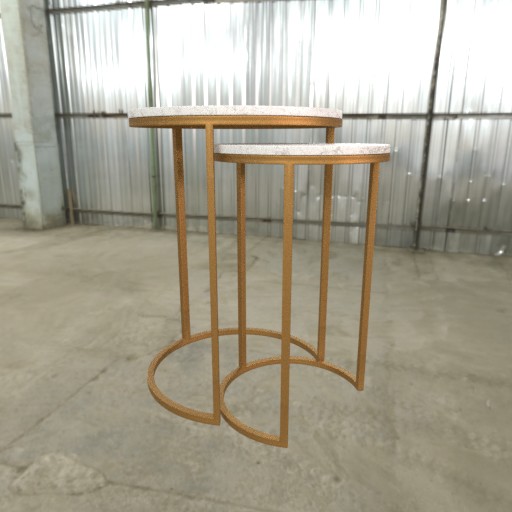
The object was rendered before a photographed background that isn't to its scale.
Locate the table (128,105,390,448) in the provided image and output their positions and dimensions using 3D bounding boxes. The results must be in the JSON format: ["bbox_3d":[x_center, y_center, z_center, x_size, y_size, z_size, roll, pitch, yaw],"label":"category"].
[{"bbox_3d":[0.000,0.000,0.885,0.507,0.550,0.400,14,21,42],"label":"table"}]
